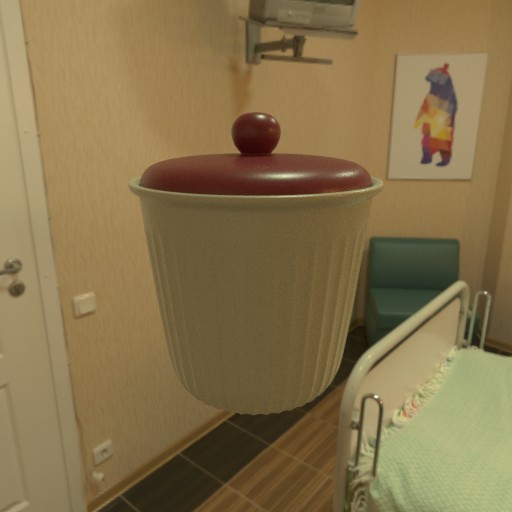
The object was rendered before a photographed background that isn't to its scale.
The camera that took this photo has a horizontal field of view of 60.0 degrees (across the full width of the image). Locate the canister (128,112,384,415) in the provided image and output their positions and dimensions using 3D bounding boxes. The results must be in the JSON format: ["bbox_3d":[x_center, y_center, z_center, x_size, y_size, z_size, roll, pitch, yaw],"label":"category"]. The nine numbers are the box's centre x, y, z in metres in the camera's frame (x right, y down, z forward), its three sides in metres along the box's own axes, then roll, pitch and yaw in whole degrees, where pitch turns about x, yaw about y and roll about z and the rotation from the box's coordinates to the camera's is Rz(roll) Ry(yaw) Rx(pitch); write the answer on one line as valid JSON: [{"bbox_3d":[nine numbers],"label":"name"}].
[{"bbox_3d":[0.000,0.000,0.341,0.181,0.211,0.181,0,16,0],"label":"canister"}]
